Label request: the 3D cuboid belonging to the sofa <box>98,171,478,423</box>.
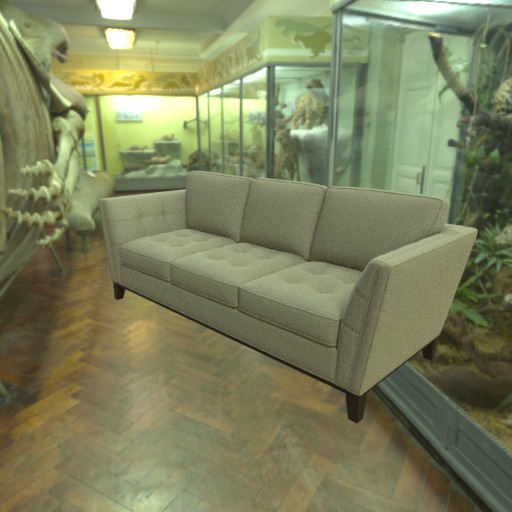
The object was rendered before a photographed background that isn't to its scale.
[{"bbox_3d":[0.000,0.000,2.916,2.388,0.940,0.965,15,22,42],"label":"sofa"}]
